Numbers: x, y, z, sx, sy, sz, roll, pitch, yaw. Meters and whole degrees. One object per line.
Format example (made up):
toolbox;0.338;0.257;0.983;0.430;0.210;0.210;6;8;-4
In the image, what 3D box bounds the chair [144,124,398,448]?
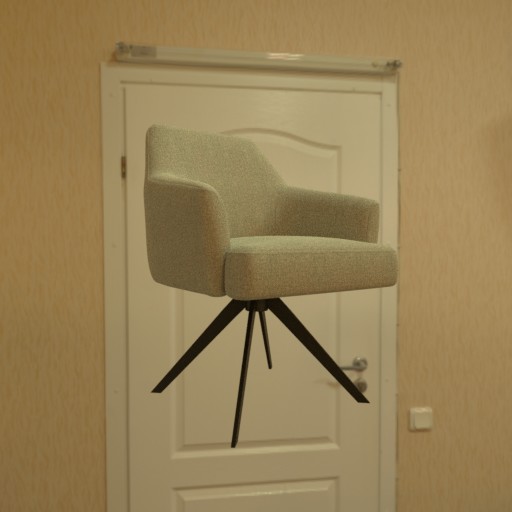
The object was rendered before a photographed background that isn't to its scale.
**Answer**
chair;0.000;0.000;1.360;0.642;0.874;0.677;-1;2;-36
